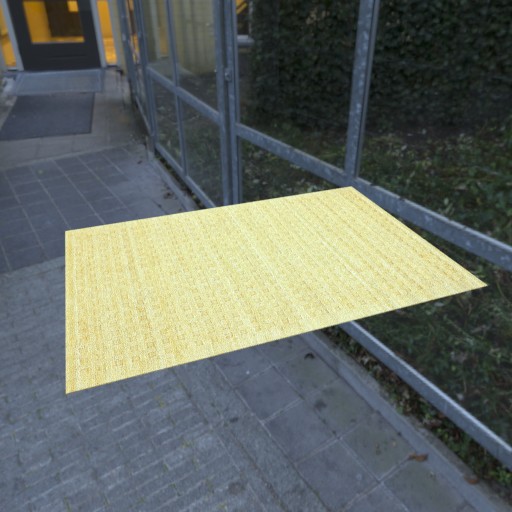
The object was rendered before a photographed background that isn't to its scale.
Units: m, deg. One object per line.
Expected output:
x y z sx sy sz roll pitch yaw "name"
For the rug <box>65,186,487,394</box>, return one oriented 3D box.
0.000 0.000 2.832 2.286 0.006 1.524 -11 34 -17 "rug"
